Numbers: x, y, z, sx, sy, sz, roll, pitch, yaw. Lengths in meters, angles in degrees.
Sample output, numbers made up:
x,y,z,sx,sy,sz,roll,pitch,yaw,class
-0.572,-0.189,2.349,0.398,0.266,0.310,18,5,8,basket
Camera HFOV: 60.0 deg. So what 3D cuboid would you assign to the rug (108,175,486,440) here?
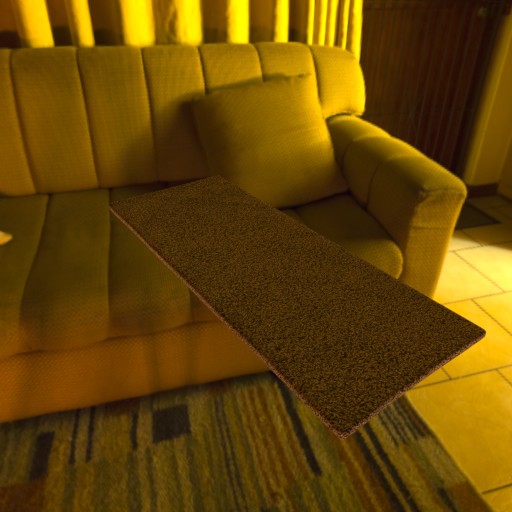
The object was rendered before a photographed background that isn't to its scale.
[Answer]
x,y,z,sx,sy,sz,roll,pitch,yaw,class
0.000,0.000,1.696,0.609,0.030,1.524,-21,38,-30,rug
